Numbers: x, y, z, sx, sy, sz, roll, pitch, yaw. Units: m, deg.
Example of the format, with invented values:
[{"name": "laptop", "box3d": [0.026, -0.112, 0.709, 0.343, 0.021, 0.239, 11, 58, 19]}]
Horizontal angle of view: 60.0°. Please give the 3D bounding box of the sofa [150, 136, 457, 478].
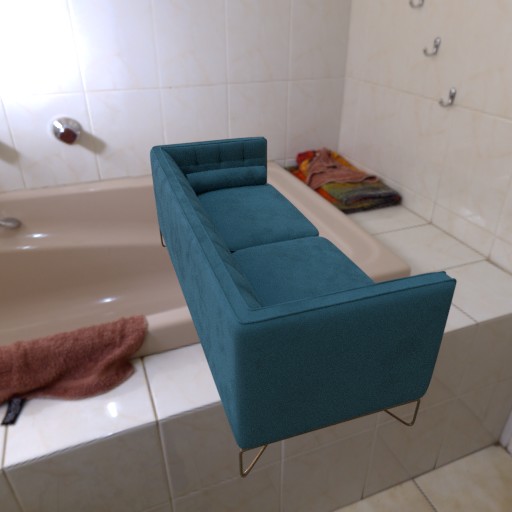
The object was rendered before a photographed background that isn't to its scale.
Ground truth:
[{"name": "sofa", "box3d": [0.000, 0.000, 2.511, 0.867, 0.789, 2.087, -10, 31, -16]}]
